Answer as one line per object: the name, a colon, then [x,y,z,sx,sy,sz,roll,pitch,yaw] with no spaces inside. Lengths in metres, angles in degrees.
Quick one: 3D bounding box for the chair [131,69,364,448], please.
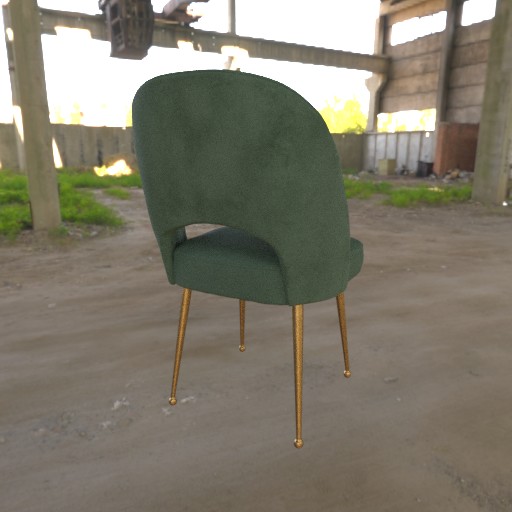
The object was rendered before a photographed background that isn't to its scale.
chair: [0.000,0.000,1.201,0.527,0.860,0.577,7,15,28]
